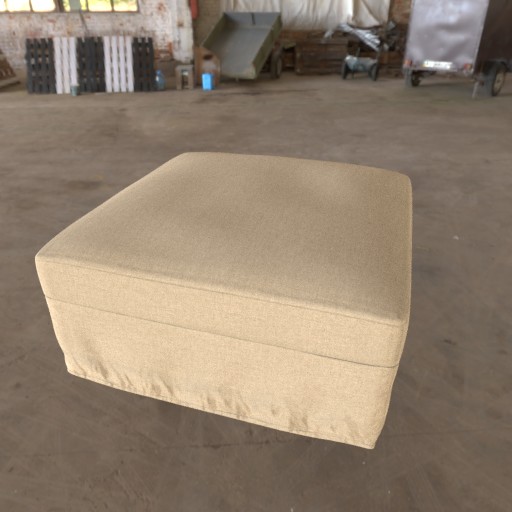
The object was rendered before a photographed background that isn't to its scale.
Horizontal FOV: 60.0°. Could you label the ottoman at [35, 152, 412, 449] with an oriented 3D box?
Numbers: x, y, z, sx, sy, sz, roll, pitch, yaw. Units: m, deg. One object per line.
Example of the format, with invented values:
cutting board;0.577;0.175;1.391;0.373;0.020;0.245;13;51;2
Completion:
ottoman;0.000;0.000;1.316;0.843;0.436;0.840;9;32;15
